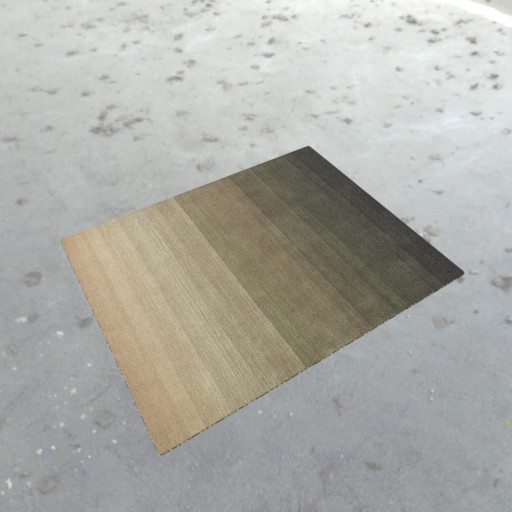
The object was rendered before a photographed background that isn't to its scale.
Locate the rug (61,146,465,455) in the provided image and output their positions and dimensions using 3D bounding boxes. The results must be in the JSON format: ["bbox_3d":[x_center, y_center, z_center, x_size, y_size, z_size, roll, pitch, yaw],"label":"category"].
[{"bbox_3d":[0.000,0.000,4.017,2.902,0.017,2.305,-25,52,-21],"label":"rug"}]
